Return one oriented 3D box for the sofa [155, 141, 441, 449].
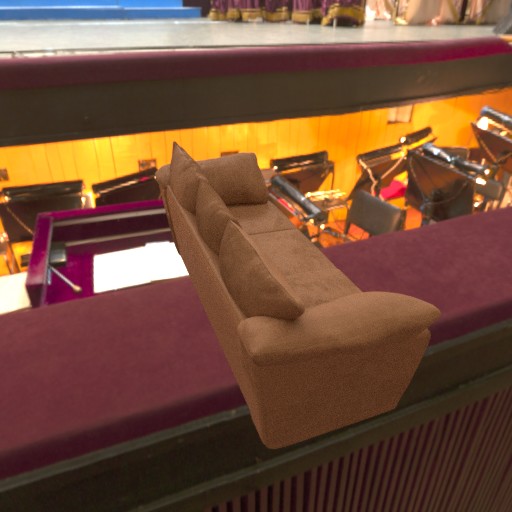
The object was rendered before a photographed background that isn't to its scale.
[{"bbox_3d":[0.000,0.000,2.864,0.893,0.981,2.377,-11,33,-18],"label":"sofa"}]
